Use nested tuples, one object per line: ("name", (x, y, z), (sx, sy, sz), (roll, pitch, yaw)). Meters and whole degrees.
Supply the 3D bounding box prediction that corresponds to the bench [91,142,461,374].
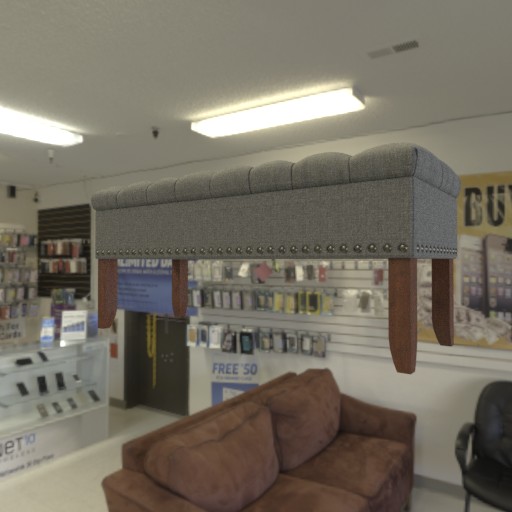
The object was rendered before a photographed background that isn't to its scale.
("bench", (0.000, 0.000, 1.312), (1.052, 0.470, 0.417), (0, -1, 36))
